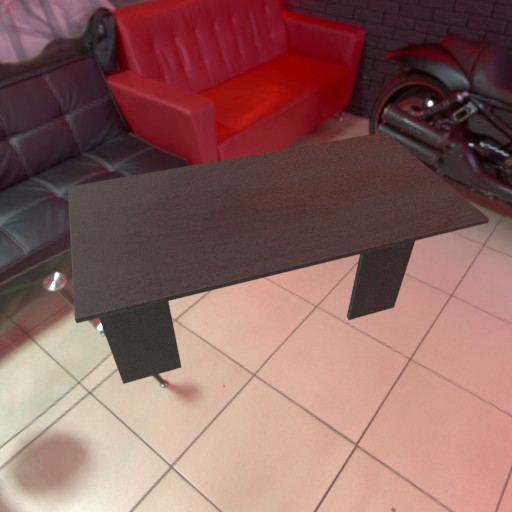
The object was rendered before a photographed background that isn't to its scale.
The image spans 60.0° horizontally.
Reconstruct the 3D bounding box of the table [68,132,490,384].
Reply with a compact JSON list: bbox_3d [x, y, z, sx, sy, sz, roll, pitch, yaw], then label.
[{"bbox_3d":[0.000,0.000,1.434,1.000,0.570,0.711,-13,44,-14],"label":"table"}]
